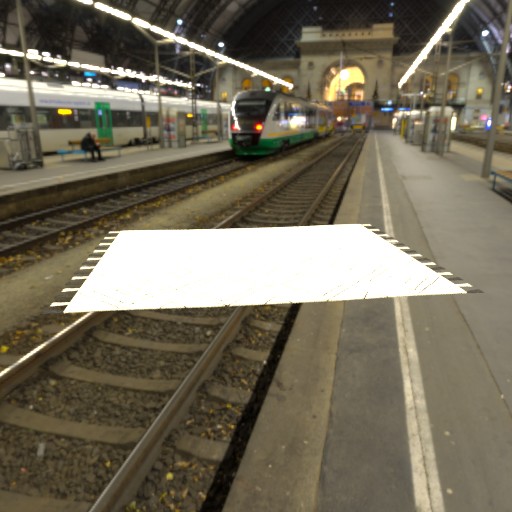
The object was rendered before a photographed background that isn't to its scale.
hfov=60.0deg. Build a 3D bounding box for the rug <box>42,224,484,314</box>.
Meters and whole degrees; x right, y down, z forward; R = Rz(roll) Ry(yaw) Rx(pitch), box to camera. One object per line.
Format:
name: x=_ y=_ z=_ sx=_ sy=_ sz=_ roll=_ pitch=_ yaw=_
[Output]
rug: x=0.000 y=0.000 z=4.292 sx=3.221 sy=0.026 sz=2.342 roll=-2 pitch=17 yaw=-7
